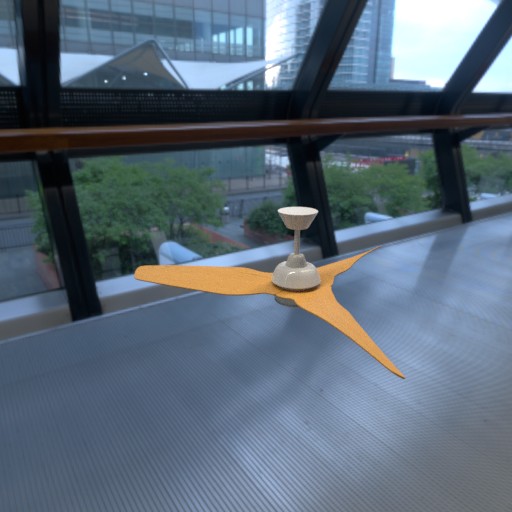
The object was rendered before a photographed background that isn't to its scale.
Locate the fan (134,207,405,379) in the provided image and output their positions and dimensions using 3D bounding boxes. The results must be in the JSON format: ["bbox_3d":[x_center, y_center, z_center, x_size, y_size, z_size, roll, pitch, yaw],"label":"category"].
[{"bbox_3d":[0.000,0.000,1.665,1.010,0.355,1.142,3,18,10],"label":"fan"}]
